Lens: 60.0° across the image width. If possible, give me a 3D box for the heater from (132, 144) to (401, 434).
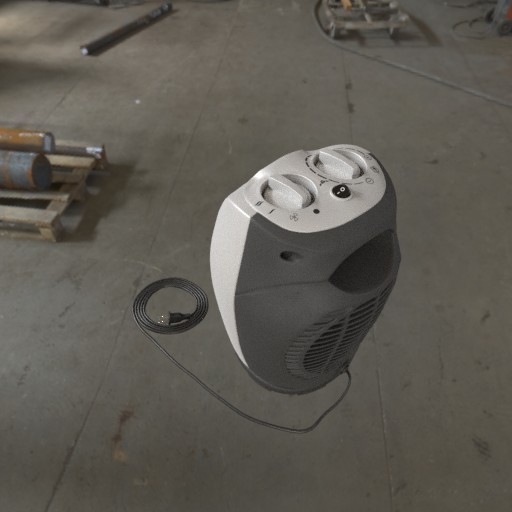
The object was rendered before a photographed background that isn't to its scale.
[{"bbox_3d":[0.000,0.000,0.484,0.239,0.255,0.291,-31,53,-27],"label":"heater"}]
